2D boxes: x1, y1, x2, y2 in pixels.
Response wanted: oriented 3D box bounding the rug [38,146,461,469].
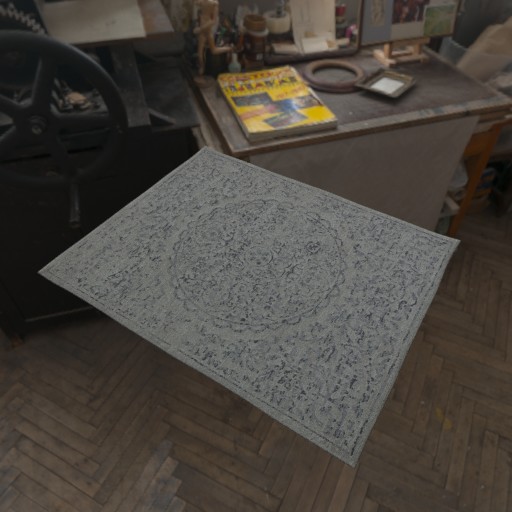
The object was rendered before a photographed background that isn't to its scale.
[{"bbox_3d":[0.000,0.000,3.895,2.925,0.026,2.343,25,51,22],"label":"rug"}]
